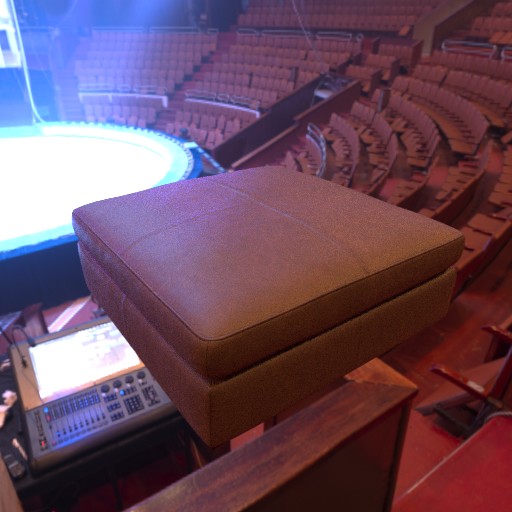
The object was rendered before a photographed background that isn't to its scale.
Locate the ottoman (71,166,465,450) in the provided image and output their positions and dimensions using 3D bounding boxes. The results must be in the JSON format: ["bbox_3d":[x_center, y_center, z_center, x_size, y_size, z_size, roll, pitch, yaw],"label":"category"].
[{"bbox_3d":[0.000,0.000,1.829,1.168,0.490,1.168,-18,32,-32],"label":"ottoman"}]
